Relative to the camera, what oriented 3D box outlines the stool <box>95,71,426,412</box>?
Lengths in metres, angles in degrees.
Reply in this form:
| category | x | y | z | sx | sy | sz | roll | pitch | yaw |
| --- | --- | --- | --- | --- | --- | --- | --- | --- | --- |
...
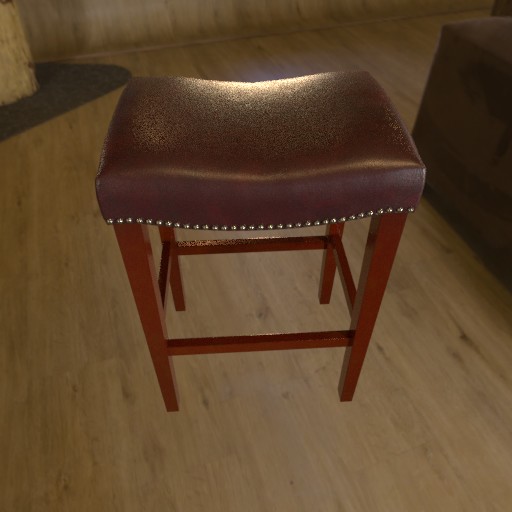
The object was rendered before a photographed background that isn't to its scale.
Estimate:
| category | x | y | z | sx | sy | sz | roll | pitch | yaw |
| --- | --- | --- | --- | --- | --- | --- | --- | --- | --- |
| stool | 0.000 | 0.000 | 1.016 | 0.504 | 0.742 | 0.372 | -2 | 45 | -2 |
